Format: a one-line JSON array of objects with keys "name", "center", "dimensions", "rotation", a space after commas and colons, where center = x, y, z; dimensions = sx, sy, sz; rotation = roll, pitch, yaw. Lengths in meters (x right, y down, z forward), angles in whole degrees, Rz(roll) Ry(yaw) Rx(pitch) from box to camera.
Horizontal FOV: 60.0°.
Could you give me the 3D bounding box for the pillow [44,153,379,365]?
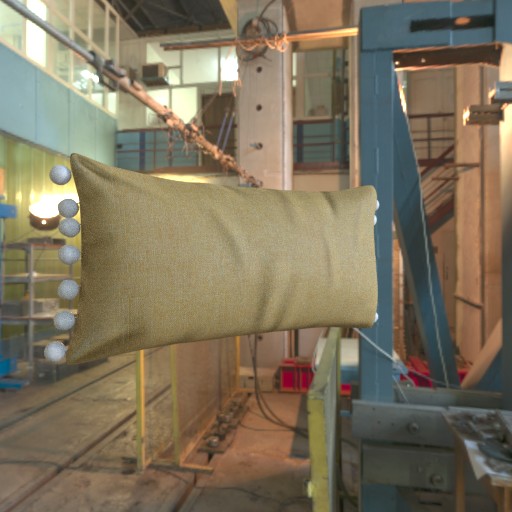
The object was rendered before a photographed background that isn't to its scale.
[{"name": "pillow", "center": [0.000, 0.000, 0.816], "dimensions": [0.709, 0.322, 0.201], "rotation": [0, -1, -35]}]
